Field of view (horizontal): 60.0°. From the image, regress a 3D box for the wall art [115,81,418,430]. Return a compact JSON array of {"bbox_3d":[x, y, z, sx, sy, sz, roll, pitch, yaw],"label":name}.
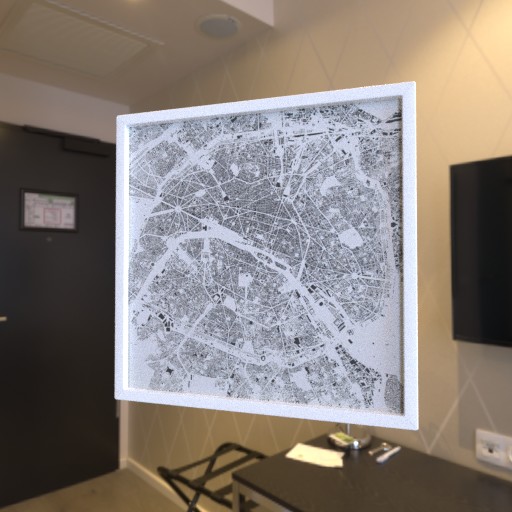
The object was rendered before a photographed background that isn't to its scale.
[{"bbox_3d":[0.000,0.000,0.448,0.305,0.305,0.038,0,-1,17],"label":"wall art"}]
